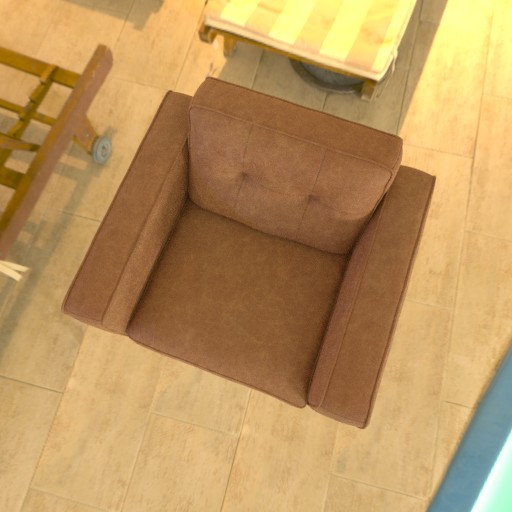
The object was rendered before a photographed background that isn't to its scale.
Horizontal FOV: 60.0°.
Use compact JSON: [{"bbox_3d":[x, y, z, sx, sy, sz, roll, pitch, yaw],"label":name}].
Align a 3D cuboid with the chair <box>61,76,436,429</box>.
[{"bbox_3d":[0.000,0.000,1.725,1.118,0.782,0.952,20,75,6],"label":"chair"}]
